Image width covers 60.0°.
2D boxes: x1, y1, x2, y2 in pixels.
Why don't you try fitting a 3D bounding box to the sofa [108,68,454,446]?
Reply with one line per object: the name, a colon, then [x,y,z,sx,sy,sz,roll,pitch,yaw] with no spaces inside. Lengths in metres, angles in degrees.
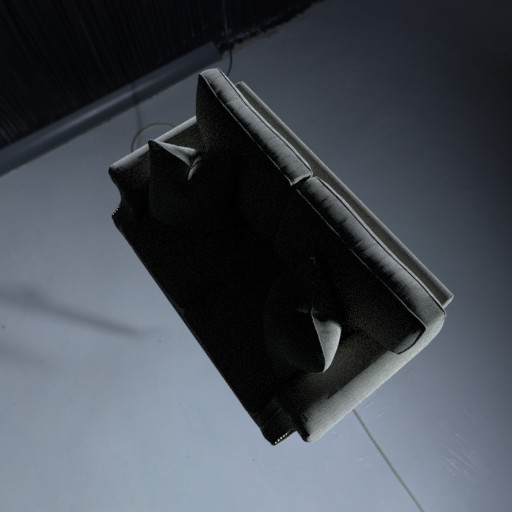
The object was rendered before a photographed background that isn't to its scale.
sofa: [0.000,0.000,2.268,0.966,0.966,1.701,-34,70,-14]
